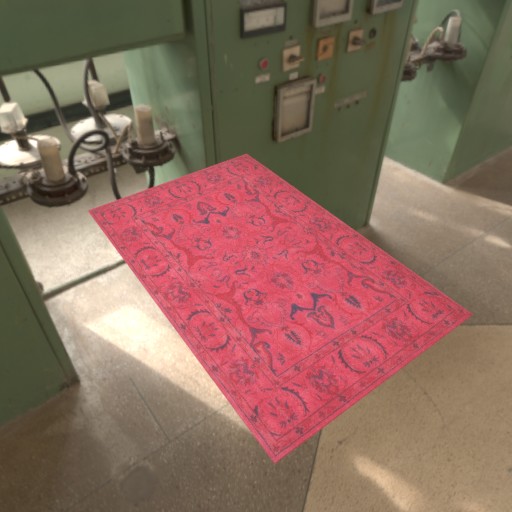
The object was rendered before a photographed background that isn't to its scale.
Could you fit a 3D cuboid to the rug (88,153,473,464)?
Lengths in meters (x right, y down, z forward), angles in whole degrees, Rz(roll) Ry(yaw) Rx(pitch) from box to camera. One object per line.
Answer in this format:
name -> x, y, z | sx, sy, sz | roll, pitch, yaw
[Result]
rug -> 0.000, 0.000, 3.111 | 1.534, 0.010, 2.423 | -26, 48, -26
